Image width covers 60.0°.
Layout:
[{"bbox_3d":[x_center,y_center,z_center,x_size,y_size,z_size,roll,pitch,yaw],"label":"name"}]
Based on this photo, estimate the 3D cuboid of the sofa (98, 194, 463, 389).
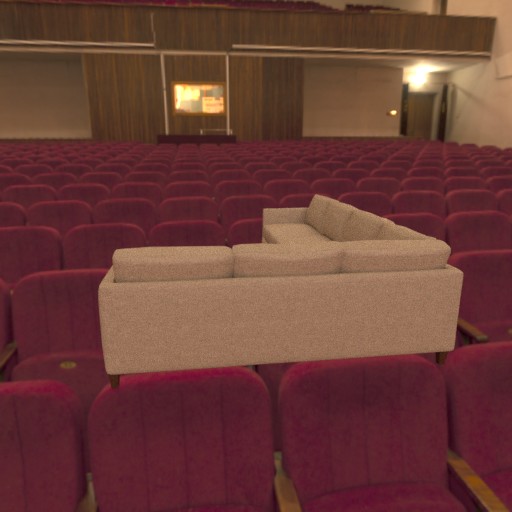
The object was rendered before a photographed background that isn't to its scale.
[{"bbox_3d":[0.000,0.000,4.554,2.522,0.934,3.333,-2,14,-8],"label":"sofa"}]
